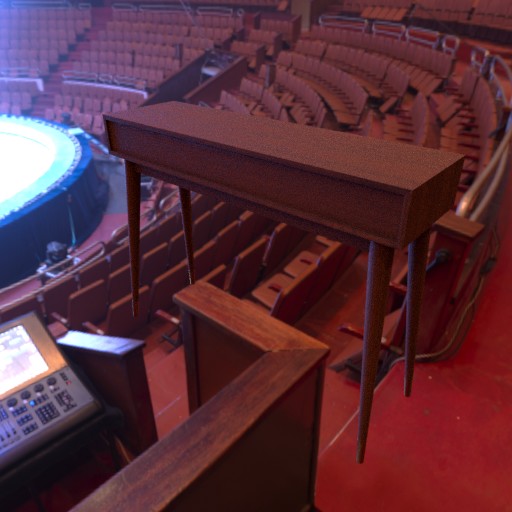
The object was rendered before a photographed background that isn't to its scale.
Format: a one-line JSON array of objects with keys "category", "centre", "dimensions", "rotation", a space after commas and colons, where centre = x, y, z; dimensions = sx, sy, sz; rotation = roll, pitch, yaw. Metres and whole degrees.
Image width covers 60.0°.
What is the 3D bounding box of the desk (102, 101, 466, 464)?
[{"category": "desk", "centre": [0.000, 0.000, 1.645], "dimensions": [1.204, 0.917, 0.384], "rotation": [23, 37, 34]}]
